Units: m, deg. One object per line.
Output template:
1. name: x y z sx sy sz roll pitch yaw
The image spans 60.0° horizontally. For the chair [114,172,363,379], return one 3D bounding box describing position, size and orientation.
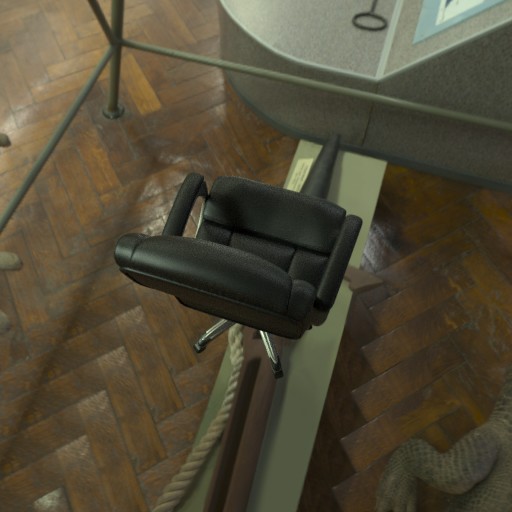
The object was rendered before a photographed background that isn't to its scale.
1. chair: 0.000 0.000 1.606 0.663 1.155 0.739 16 65 8
